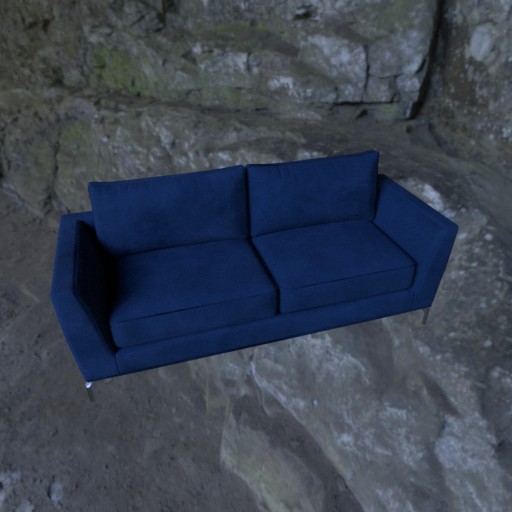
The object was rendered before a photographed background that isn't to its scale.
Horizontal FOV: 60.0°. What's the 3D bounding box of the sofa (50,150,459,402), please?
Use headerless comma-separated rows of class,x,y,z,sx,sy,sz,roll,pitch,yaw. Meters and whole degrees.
sofa,0.000,0.000,2.738,2.212,0.998,0.853,-10,34,-15
